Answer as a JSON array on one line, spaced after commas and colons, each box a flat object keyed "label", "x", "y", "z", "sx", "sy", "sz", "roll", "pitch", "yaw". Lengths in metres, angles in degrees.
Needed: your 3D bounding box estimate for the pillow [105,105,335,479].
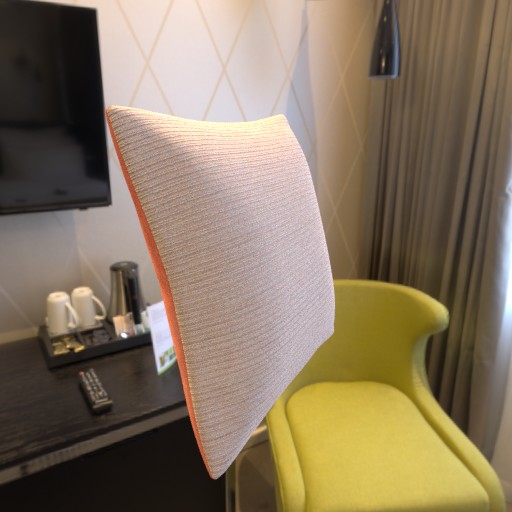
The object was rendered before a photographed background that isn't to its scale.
[{"label": "pillow", "x": 0.000, "y": 0.000, "z": 0.644, "sx": 0.177, "sy": 0.401, "sz": 0.424, "roll": 8, "pitch": 18, "yaw": 26}]
